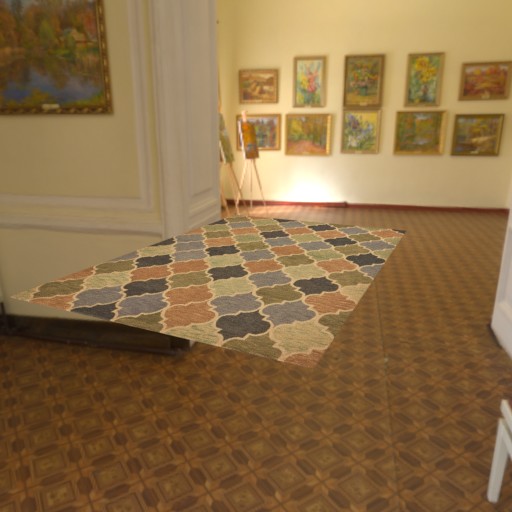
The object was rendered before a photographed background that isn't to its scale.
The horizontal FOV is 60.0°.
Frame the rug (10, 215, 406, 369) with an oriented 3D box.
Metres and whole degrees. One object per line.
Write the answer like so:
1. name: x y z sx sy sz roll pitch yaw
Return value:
1. rug: 0.000 0.000 2.802 1.521 0.006 2.284 8 18 24
